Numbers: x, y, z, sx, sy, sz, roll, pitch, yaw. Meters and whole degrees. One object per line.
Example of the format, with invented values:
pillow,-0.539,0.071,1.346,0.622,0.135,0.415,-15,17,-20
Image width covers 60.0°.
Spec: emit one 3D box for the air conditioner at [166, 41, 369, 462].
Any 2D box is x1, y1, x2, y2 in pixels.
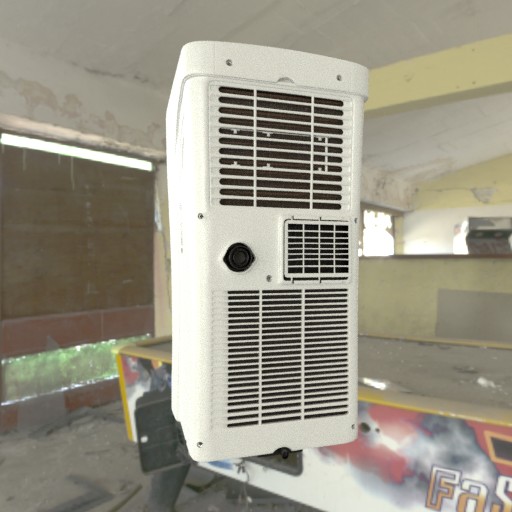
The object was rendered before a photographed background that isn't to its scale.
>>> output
air conditioner,0.000,0.000,0.928,0.352,0.716,0.369,0,-1,-17
